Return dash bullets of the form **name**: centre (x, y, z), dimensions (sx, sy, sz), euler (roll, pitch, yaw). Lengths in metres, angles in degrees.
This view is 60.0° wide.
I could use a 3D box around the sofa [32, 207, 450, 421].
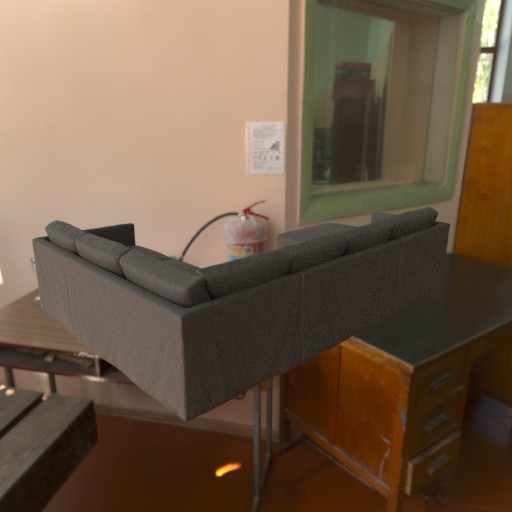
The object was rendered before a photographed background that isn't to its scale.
- **sofa**: centre (0.000, 0.000, 4.488), dimensions (3.528, 0.878, 2.476), euler (-15, 22, -42)
